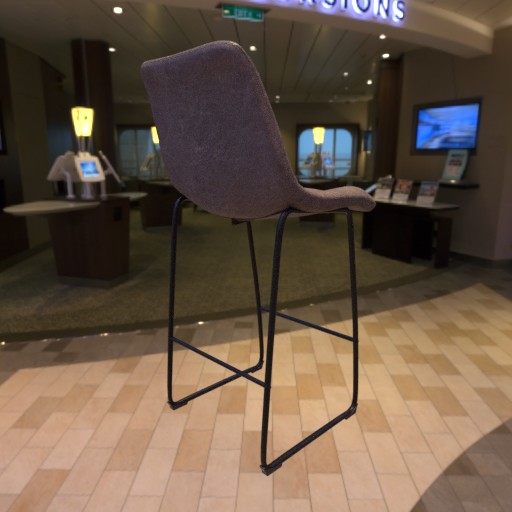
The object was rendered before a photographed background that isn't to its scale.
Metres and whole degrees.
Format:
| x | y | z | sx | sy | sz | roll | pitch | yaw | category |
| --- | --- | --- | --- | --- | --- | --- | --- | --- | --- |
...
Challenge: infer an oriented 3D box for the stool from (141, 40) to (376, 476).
| x | y | z | sx | sy | sz | roll | pitch | yaw | category |
| --- | --- | --- | --- | --- | --- | --- | --- | --- | --- |
| 0.000 | 0.000 | 1.351 | 0.561 | 1.082 | 0.514 | -13 | 18 | -43 | stool |
